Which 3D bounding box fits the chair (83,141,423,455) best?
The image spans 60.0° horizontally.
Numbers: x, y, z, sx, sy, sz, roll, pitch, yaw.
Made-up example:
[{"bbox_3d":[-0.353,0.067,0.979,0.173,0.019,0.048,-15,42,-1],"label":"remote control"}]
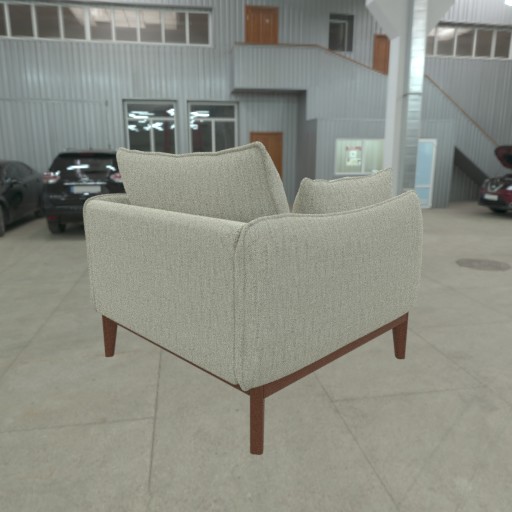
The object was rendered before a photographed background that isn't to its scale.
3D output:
[{"bbox_3d":[0.000,0.000,1.764,0.994,0.855,0.991,13,18,44],"label":"chair"}]
